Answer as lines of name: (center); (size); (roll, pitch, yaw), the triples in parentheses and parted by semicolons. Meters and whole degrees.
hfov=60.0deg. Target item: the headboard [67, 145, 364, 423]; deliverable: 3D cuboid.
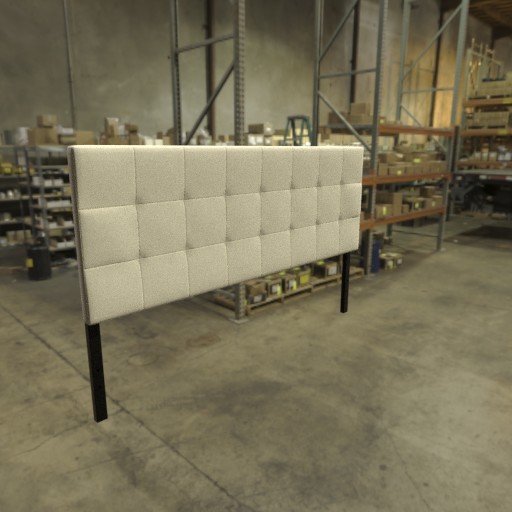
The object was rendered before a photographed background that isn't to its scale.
headboard: (0.000, 0.000, 2.930); (2.362, 1.410, 0.120); (-13, 19, -43)
